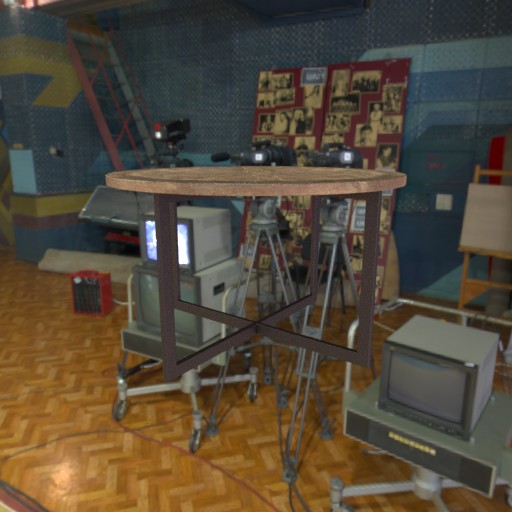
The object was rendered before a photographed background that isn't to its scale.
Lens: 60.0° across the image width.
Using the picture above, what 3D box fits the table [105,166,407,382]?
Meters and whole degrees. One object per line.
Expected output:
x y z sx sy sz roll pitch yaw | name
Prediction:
0.000 0.000 2.048 1.264 0.762 1.264 0 14 0 | table
